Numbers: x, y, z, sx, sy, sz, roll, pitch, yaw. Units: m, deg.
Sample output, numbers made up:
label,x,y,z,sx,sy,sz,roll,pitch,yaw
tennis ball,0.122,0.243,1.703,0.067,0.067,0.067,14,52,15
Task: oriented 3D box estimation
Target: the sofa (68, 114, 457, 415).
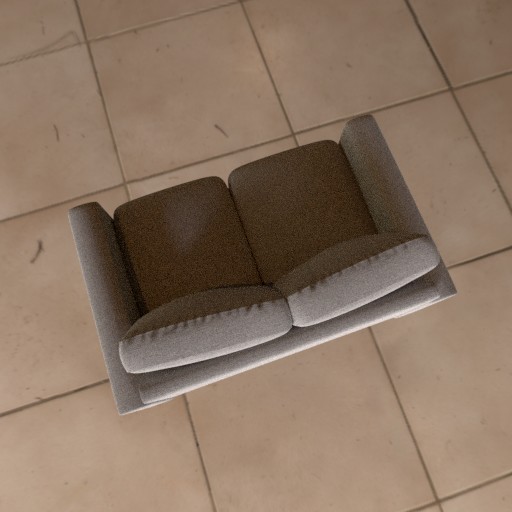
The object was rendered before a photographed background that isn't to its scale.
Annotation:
label,x,y,z,sx,sy,sz,roll,pitch,yaw
sofa,0.000,0.000,1.986,1.420,0.873,0.917,-19,75,-5
